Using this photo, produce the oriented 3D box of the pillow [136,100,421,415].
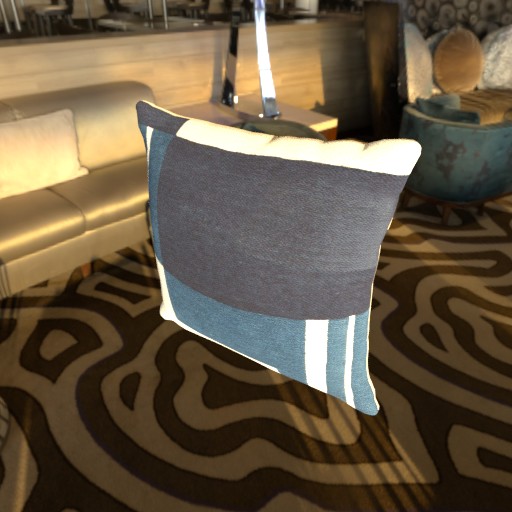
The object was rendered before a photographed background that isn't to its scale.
[{"bbox_3d":[0.000,0.000,0.808,0.536,0.506,0.229,19,36,28],"label":"pillow"}]
